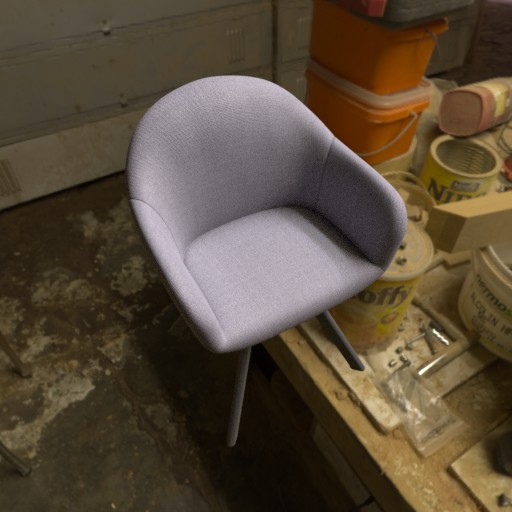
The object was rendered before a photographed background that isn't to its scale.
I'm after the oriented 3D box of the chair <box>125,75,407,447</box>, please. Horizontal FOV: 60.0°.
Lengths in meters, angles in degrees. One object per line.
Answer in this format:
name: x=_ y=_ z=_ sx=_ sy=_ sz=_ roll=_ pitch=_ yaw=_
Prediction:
chair: x=0.000 y=0.000 z=1.205 sx=0.590 sy=0.795 sz=0.550 roll=-22 pitch=50 yaw=-21
